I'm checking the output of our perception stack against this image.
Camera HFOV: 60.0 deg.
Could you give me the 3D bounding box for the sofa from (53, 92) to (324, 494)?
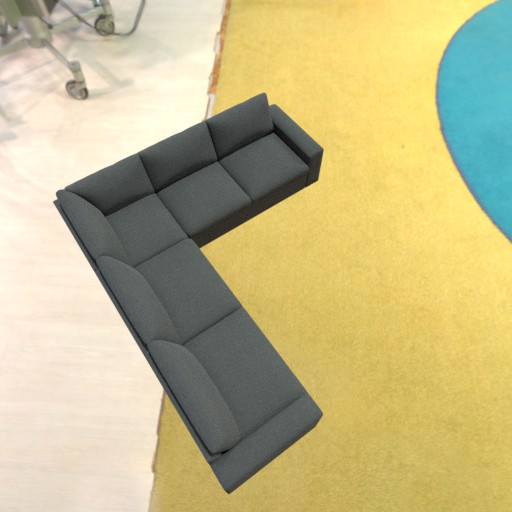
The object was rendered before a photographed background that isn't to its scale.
[{"bbox_3d":[0.000,0.000,4.605,2.895,0.965,3.277,-31,64,-17],"label":"sofa"}]
